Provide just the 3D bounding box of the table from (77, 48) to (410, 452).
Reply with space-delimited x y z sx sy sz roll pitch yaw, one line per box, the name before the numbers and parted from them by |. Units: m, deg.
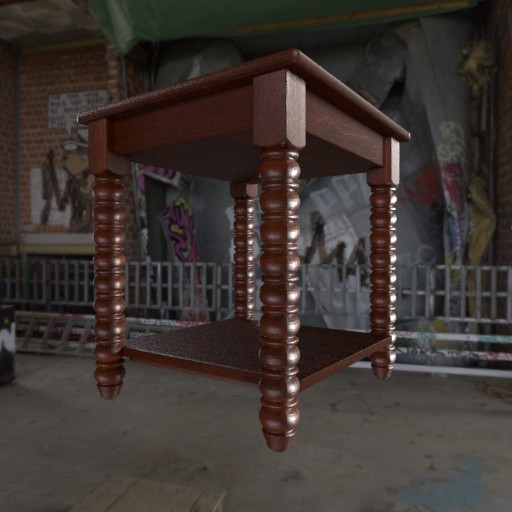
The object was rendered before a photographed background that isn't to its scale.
table | 0.000 0.000 0.953 0.500 0.567 0.533 0 1 35
